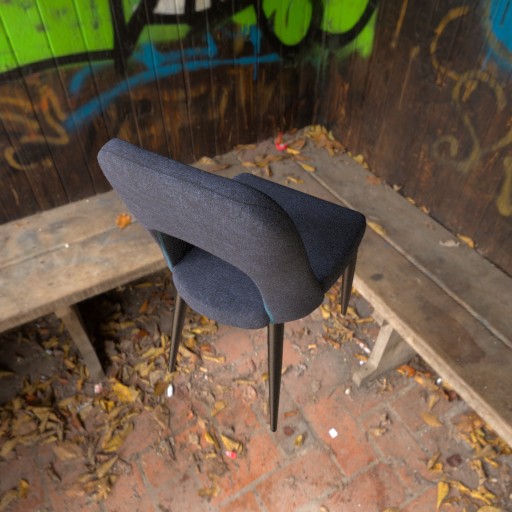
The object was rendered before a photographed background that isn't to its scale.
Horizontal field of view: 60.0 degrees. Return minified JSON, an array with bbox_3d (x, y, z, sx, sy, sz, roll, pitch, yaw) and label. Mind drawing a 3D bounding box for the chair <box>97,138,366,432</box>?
[{"bbox_3d":[0.000,0.000,1.235,0.470,0.931,0.612,23,50,21],"label":"chair"}]
